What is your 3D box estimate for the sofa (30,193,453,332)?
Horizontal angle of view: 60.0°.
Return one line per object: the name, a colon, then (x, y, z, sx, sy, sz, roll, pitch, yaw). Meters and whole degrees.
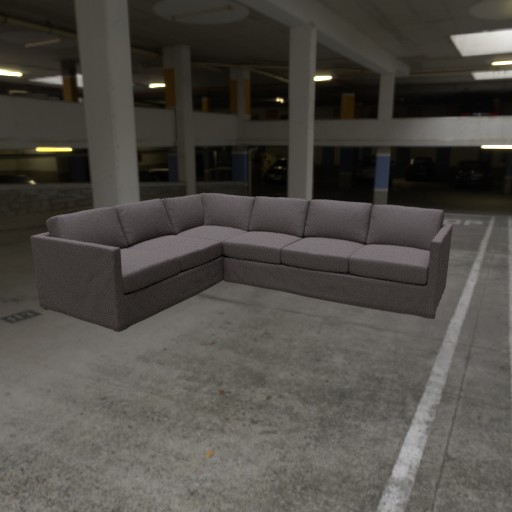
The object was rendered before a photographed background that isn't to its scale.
sofa: (0.000, 0.000, 4.198, 3.182, 0.871, 2.432, 8, 16, 28)
